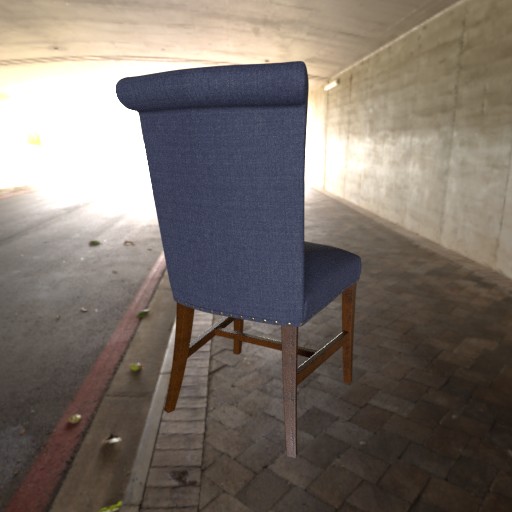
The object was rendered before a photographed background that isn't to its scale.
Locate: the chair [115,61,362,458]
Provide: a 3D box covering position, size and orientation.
[{"bbox_3d":[0.000,0.000,1.340,0.513,0.988,0.608,8,16,28],"label":"chair"}]
